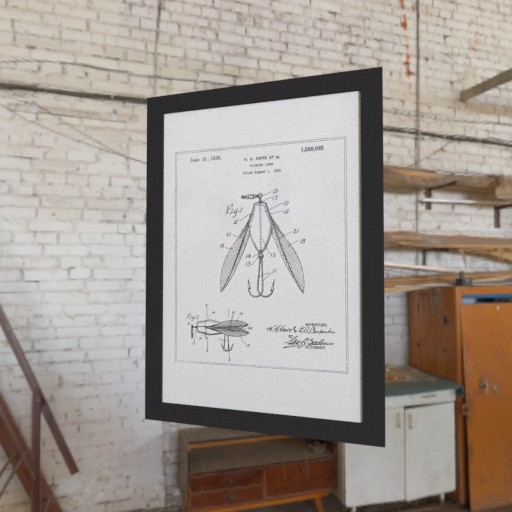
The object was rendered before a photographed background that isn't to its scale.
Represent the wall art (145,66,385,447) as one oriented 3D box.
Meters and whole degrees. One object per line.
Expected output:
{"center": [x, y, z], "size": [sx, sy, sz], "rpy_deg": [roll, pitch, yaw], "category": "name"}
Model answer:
{"center": [0.000, 0.000, 0.685], "size": [0.380, 0.534, 0.013], "rpy_deg": [-1, -2, 18], "category": "wall art"}
